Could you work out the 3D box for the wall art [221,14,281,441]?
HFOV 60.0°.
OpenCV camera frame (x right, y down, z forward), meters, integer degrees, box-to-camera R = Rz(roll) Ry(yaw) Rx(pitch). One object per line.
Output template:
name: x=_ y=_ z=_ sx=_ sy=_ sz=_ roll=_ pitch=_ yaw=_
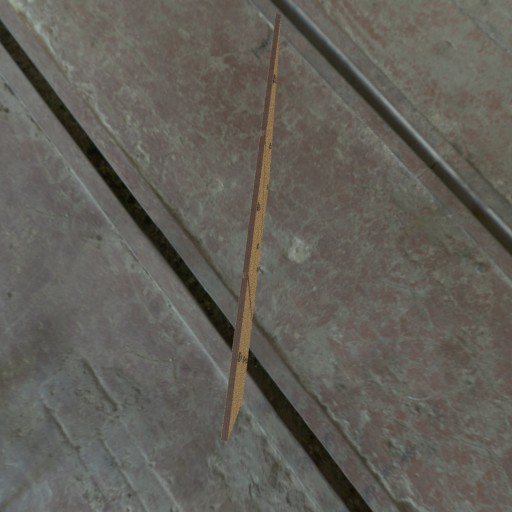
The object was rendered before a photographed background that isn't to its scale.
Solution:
wall art: x=0.000 y=0.000 z=1.793 sx=0.024 sy=1.218 sz=1.221 roll=7 pitch=76 yaw=2
